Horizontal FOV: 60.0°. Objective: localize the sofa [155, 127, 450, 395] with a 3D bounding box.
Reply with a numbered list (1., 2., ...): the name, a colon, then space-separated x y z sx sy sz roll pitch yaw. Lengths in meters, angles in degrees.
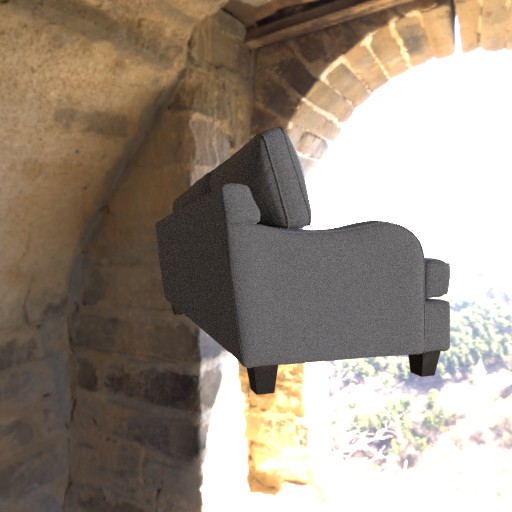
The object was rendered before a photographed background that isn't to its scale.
1. sofa: 0.000 0.000 2.787 1.016 0.997 2.323 0 1 -18
